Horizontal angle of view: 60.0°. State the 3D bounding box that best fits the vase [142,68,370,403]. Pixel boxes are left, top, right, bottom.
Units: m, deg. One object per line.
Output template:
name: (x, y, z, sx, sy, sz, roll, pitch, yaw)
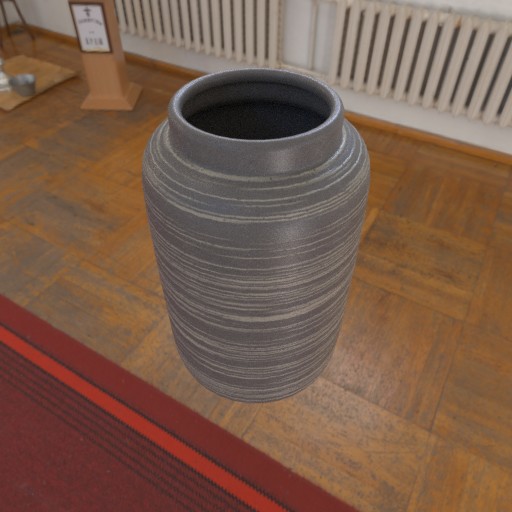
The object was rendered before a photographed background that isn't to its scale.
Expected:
vase: (0.000, 0.000, 0.683, 0.297, 0.499, 0.297, 0, 44, 0)
